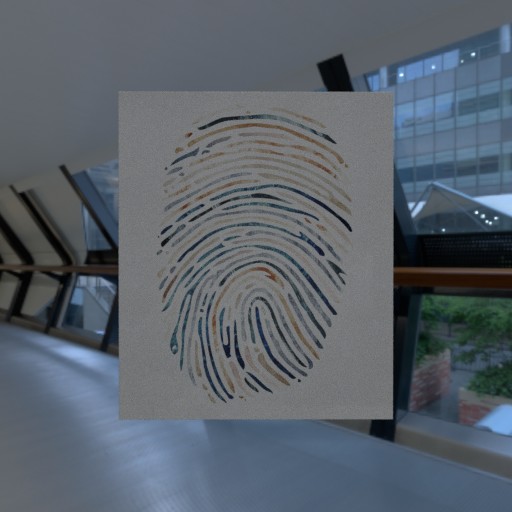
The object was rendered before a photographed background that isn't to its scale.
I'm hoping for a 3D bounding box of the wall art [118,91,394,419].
[{"bbox_3d":[0.000,0.000,0.836,0.508,0.606,0.037,0,0,0],"label":"wall art"}]
